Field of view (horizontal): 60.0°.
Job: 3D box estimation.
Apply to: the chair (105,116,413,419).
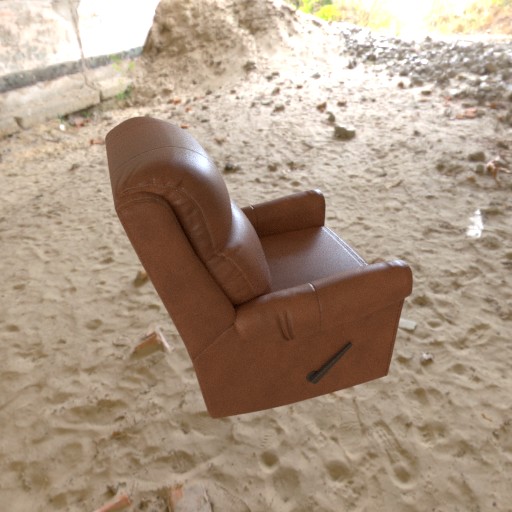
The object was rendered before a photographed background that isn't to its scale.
[{"bbox_3d":[0.000,0.000,1.804,1.014,1.054,0.838,-10,32,-16],"label":"chair"}]
